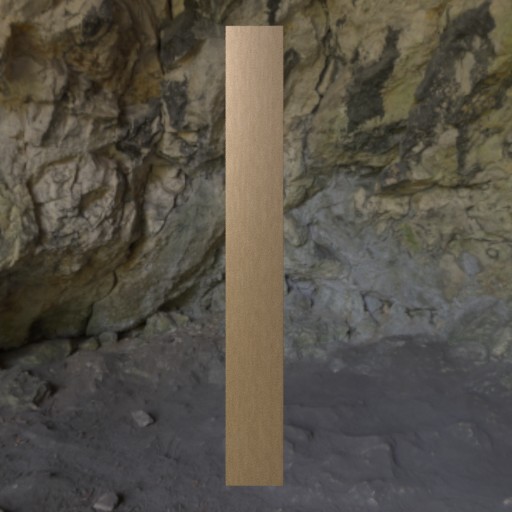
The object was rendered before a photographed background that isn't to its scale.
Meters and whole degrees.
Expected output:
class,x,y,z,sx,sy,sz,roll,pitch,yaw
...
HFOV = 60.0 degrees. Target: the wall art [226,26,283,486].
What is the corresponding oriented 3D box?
class,x,y,z,sx,sy,sz,roll,pitch,yaw
wall art,0.000,0.000,0.446,0.038,0.305,0.304,0,0,0
